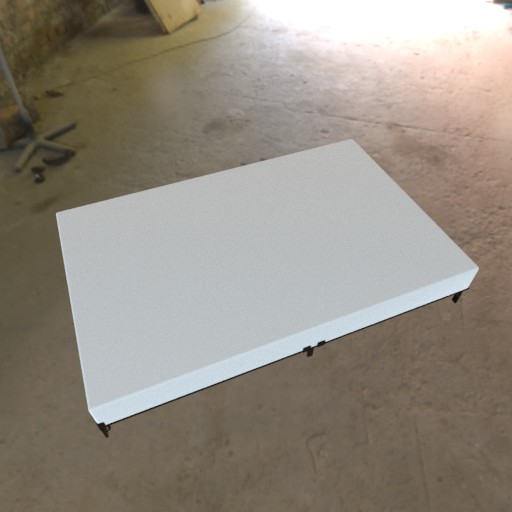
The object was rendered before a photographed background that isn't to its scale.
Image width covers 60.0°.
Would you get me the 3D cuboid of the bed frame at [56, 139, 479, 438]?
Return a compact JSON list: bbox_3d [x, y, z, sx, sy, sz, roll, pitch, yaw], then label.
[{"bbox_3d":[0.000,0.000,3.802,2.987,0.440,1.930,-17,50,-15],"label":"bed frame"}]
